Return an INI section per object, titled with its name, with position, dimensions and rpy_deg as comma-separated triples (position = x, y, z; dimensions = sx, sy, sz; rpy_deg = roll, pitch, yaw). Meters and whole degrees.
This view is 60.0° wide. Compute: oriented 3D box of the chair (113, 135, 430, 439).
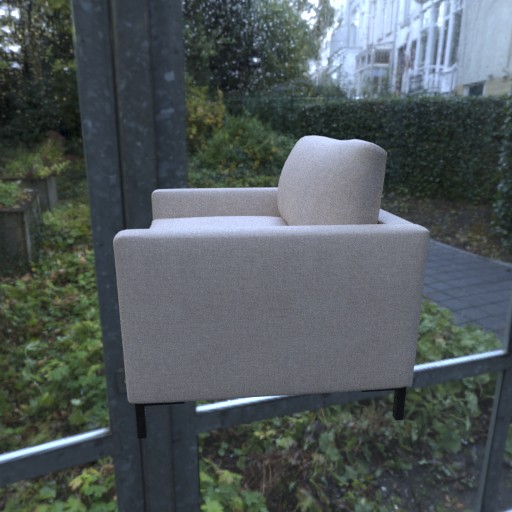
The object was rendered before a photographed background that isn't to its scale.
[chair]
position = 0.000, 0.000, 1.654
dimensions = 0.866, 0.861, 0.963
rpy_deg = -2, 16, -6
